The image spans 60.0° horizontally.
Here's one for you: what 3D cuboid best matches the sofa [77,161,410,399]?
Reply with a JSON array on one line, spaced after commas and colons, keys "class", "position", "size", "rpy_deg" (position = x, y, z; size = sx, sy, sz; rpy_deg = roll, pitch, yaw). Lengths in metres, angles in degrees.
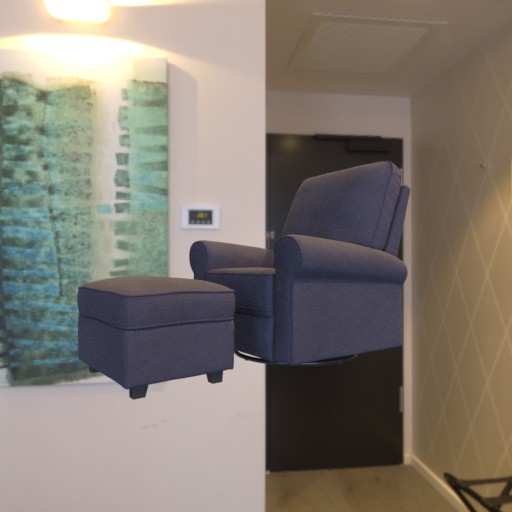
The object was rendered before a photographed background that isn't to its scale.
[{"class": "sofa", "position": [0.000, 0.000, 2.069], "size": [1.478, 0.959, 0.880], "rpy_deg": [0, -1, -37]}]
